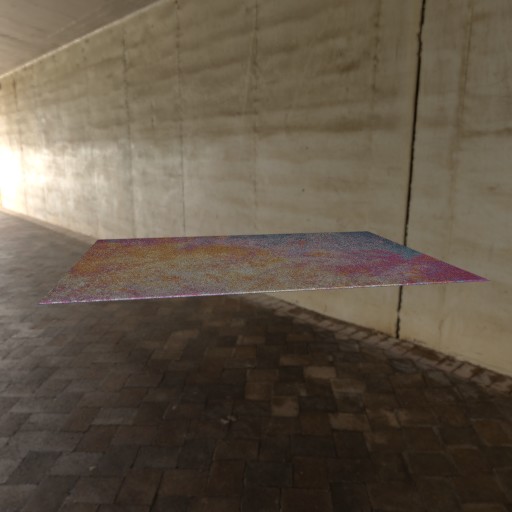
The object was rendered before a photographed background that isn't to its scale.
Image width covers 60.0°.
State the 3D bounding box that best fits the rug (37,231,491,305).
[{"bbox_3d":[0.000,0.000,3.737,2.896,0.013,2.007,-2,13,-10],"label":"rug"}]
